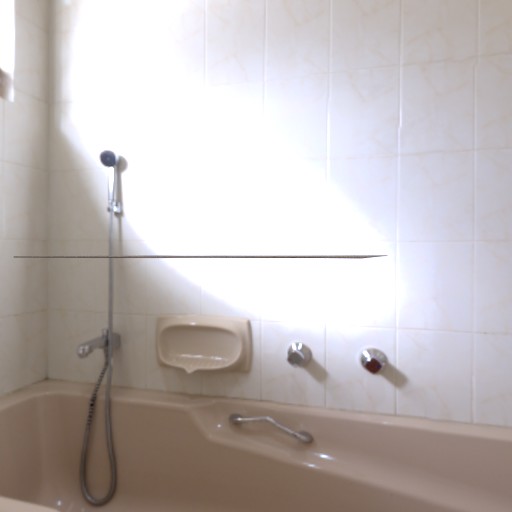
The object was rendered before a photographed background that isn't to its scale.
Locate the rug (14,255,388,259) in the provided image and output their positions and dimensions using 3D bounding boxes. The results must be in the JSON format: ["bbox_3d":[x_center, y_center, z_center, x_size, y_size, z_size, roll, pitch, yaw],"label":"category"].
[{"bbox_3d":[0.000,0.000,2.251,1.217,0.005,1.818,0,0,19],"label":"rug"}]
